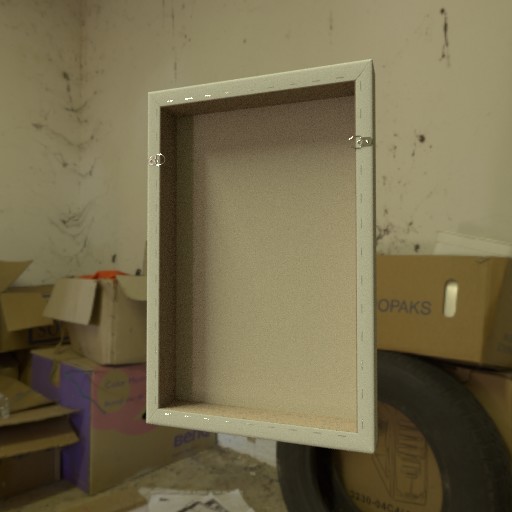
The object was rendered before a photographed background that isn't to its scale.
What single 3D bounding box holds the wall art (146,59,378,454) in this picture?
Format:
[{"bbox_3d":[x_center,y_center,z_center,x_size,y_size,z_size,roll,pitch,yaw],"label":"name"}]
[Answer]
[{"bbox_3d":[0.000,0.000,0.486,0.252,0.381,0.039,0,-1,19],"label":"wall art"}]
